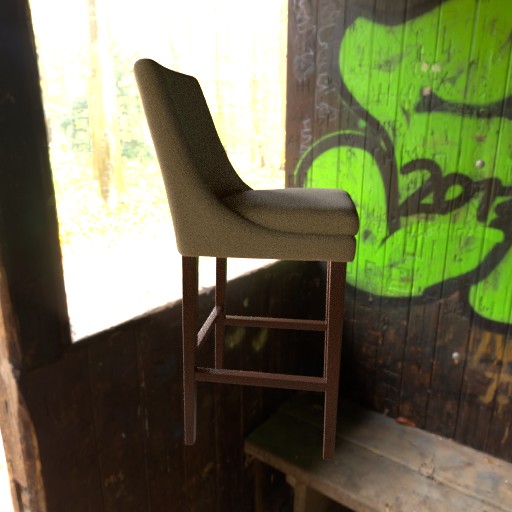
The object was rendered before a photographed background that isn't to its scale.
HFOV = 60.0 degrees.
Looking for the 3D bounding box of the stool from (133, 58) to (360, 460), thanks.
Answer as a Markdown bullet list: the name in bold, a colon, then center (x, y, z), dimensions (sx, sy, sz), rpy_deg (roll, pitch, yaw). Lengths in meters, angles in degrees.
- **stool**: center (0.000, 0.000, 1.359), dimensions (0.577, 1.078, 0.470), rpy_deg (2, 16, 8)
